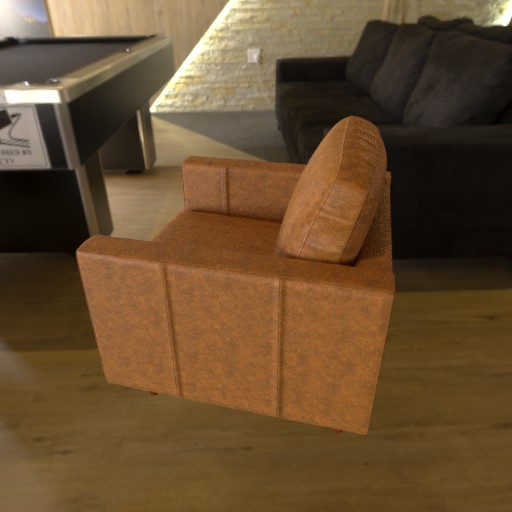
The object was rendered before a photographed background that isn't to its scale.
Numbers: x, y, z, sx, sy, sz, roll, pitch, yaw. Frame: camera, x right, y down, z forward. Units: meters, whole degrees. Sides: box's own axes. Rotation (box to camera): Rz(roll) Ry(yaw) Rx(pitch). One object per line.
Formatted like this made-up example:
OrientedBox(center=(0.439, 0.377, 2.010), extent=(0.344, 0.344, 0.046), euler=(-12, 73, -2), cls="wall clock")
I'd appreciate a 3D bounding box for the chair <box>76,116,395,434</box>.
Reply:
OrientedBox(center=(0.000, 0.000, 1.630), extent=(0.909, 0.956, 0.890), euler=(7, 31, 12), cls="chair")
